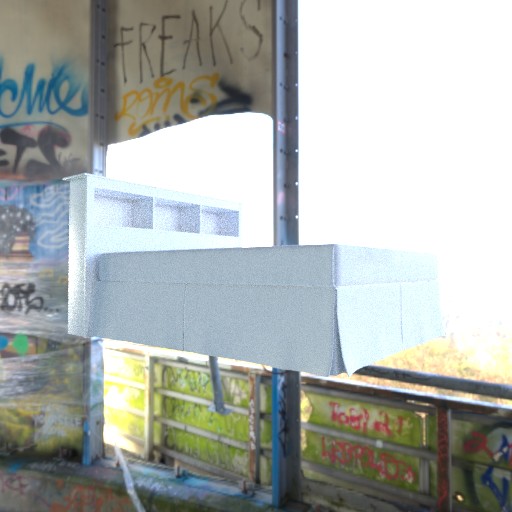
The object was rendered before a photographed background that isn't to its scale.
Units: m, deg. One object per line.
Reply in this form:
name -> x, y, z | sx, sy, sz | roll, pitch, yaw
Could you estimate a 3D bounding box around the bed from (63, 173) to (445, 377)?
bed -> 0.000, 0.000, 3.097 | 2.133, 1.092, 1.671 | -1, -2, 38
